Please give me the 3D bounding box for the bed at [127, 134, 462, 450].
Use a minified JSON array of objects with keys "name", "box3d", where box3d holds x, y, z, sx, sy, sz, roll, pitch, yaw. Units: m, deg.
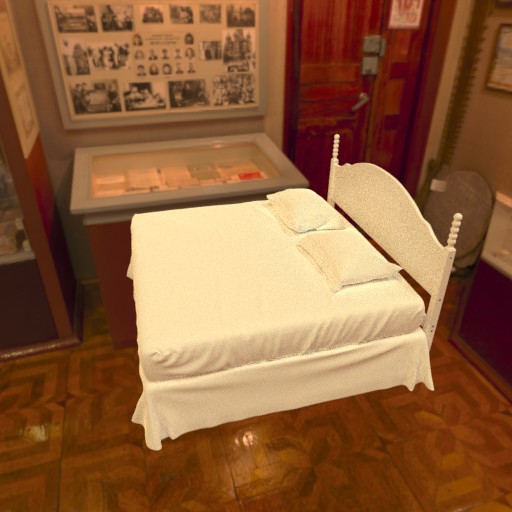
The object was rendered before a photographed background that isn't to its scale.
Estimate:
[{"name":"bed","box3d":[0.000,0.000,3.657,2.219,1.355,2.322,-8,32,-13]}]
